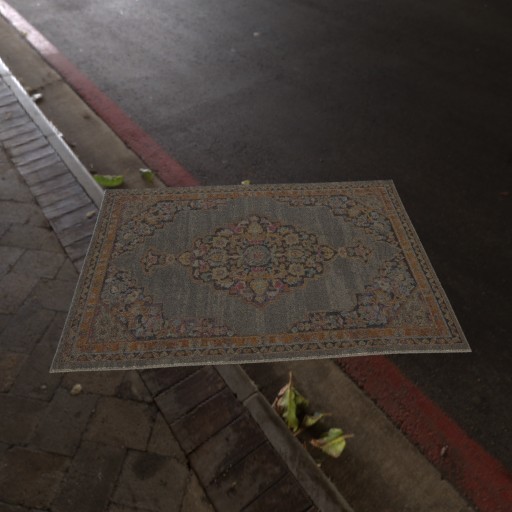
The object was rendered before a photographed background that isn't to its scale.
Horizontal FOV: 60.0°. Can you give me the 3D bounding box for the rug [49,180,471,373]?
[{"bbox_3d":[0.000,0.000,3.745,2.901,0.026,2.043,-2,45,-2],"label":"rug"}]
